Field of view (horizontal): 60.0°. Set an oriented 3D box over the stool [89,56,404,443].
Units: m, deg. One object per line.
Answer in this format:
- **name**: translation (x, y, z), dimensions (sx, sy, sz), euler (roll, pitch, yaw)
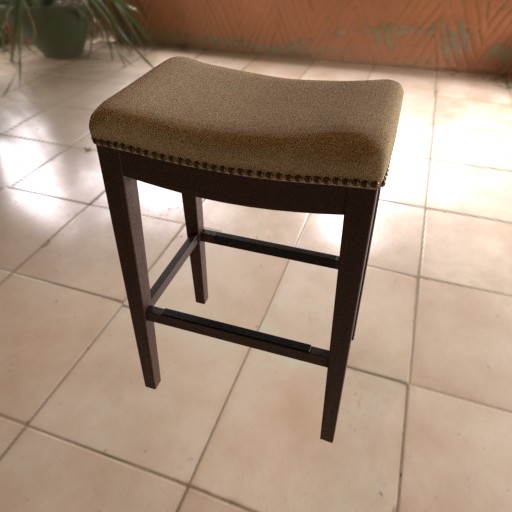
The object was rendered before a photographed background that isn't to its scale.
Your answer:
- **stool**: translation (0.000, 0.000, 1.020), dimensions (0.509, 0.768, 0.363), euler (12, 41, 14)
